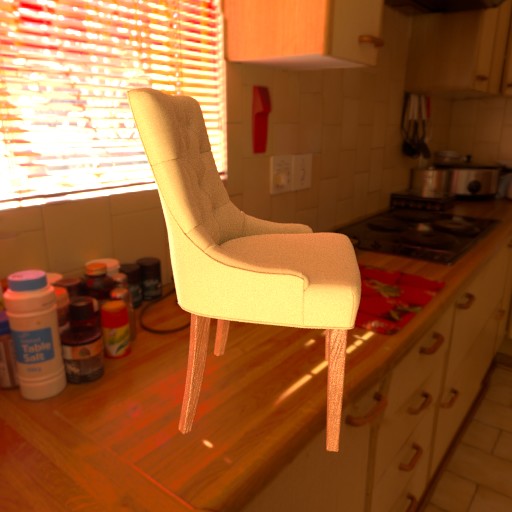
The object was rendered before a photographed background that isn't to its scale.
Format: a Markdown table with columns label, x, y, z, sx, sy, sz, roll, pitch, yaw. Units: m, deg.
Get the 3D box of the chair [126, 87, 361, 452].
| label | x | y | z | sx | sy | sz | roll | pitch | yaw |
| --- | --- | --- | --- | --- | --- | --- | --- | --- | --- |
| chair | 0.000 | 0.000 | 1.251 | 0.565 | 0.874 | 0.509 | 2 | 17 | 8 |
